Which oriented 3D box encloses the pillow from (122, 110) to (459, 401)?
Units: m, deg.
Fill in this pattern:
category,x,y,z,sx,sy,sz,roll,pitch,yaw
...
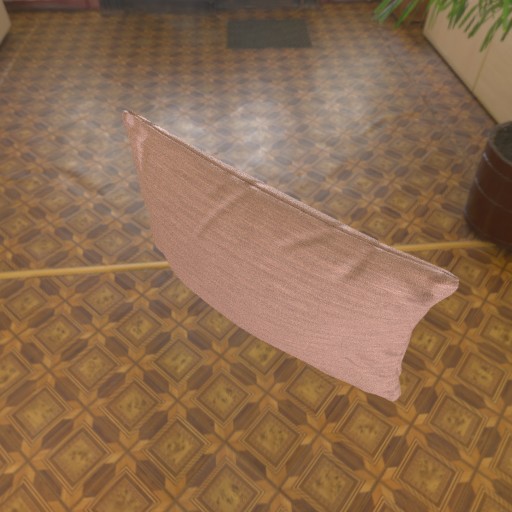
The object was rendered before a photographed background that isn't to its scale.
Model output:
category,x,y,z,sx,sy,sz,roll,pitch,yaw
pillow,0.000,0.000,0.789,0.633,0.338,0.210,31,55,25
